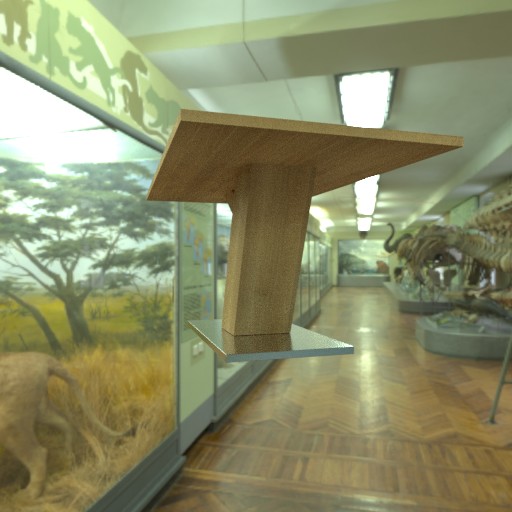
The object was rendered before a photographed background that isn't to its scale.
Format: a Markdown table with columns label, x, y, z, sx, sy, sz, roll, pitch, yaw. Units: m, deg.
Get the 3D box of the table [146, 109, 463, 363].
| label | x | y | z | sx | sy | sz | roll | pitch | yaw |
| --- | --- | --- | --- | --- | --- | --- | --- | --- | --- |
| table | 0.000 | 0.000 | 2.048 | 0.900 | 0.750 | 1.600 | 0 | -1 | -17 |
